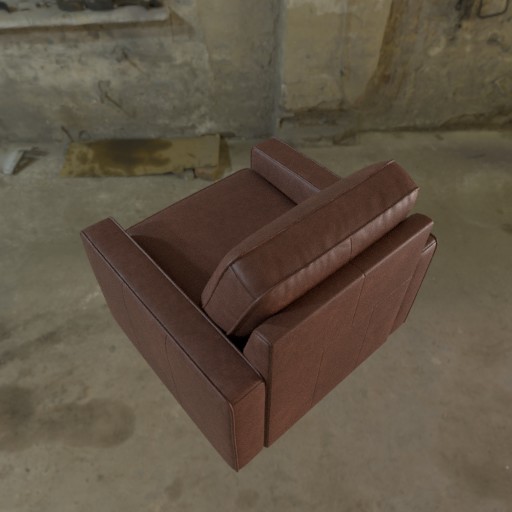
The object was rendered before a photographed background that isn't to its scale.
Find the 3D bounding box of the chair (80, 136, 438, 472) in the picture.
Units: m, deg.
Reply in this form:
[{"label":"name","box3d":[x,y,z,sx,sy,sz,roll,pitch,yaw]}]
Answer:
[{"label":"chair","box3d":[0.000,0.000,1.725,1.017,0.919,0.940,-32,55,-26]}]
